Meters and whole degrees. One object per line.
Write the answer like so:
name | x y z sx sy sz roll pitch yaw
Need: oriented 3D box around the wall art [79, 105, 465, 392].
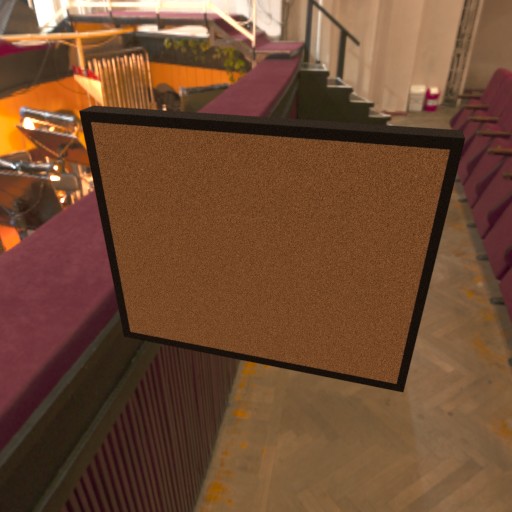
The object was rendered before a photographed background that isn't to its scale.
wall art | 0.000 0.000 0.537 0.397 0.325 0.028 8 32 13
